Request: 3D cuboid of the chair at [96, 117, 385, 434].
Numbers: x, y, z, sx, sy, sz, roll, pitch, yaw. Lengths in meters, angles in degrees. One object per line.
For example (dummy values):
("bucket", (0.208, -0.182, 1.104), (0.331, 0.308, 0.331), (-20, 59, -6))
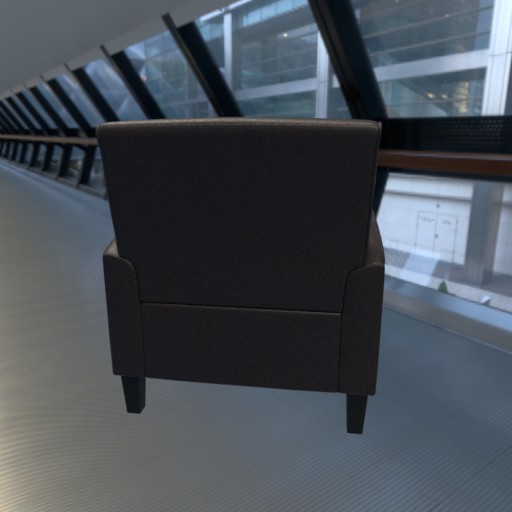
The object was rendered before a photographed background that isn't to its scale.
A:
("chair", (0.000, 0.000, 1.599), (0.820, 0.916, 0.819), (2, 14, 8))
